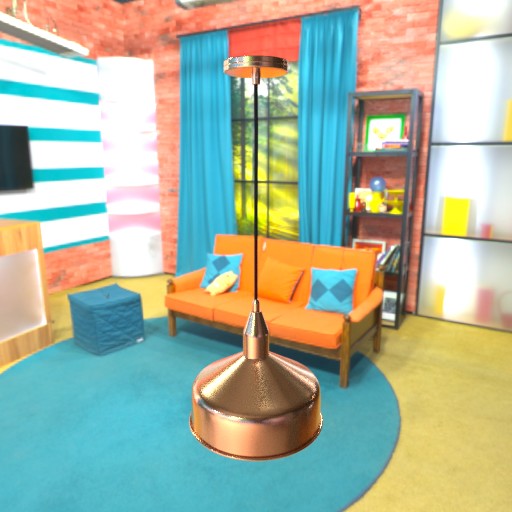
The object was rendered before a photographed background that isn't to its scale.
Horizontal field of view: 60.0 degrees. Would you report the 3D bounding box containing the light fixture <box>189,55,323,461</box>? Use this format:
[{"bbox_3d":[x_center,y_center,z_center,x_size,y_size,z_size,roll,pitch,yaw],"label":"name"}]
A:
[{"bbox_3d":[0.000,0.000,0.925,0.301,0.754,0.301,-2,13,-10],"label":"light fixture"}]
